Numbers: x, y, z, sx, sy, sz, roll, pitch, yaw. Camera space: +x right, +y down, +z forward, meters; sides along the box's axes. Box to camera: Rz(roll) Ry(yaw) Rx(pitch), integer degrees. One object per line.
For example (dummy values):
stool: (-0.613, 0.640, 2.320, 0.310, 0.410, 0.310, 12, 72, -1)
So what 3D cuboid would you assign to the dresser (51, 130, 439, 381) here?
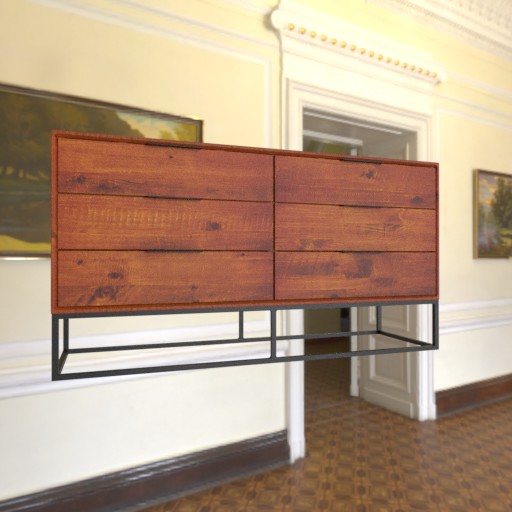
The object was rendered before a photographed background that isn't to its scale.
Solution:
dresser: (0.000, 0.000, 1.871, 1.536, 0.810, 0.464, 0, 0, -19)
